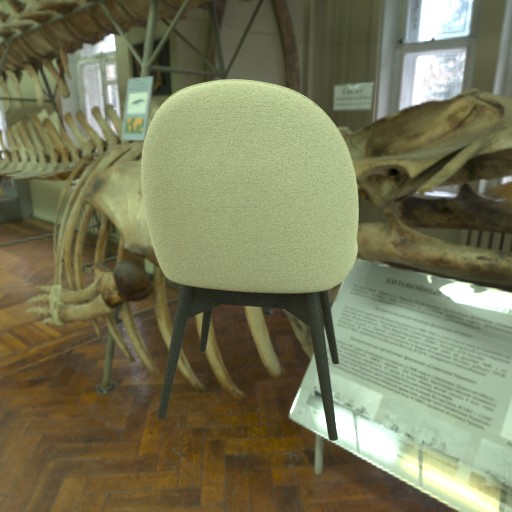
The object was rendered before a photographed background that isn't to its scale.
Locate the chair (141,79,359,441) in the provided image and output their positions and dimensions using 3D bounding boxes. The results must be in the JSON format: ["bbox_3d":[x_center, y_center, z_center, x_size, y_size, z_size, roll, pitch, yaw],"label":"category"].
[{"bbox_3d":[0.000,0.000,1.186,0.532,0.838,0.540,3,17,10],"label":"chair"}]
